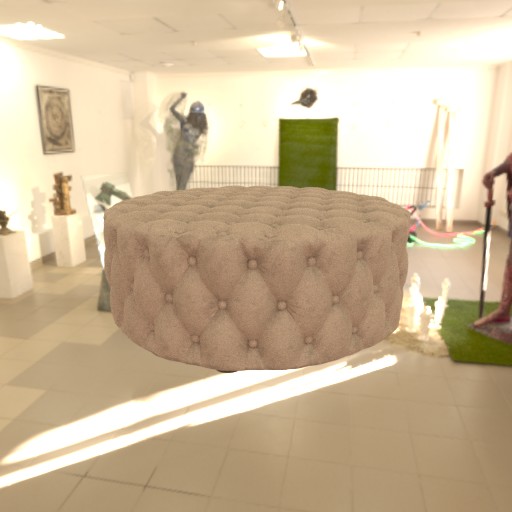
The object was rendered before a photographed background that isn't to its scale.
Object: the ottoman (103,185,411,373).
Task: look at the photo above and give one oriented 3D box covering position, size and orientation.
[{"bbox_3d":[0.000,0.000,1.534,0.998,0.399,0.998,0,16,0],"label":"ottoman"}]
